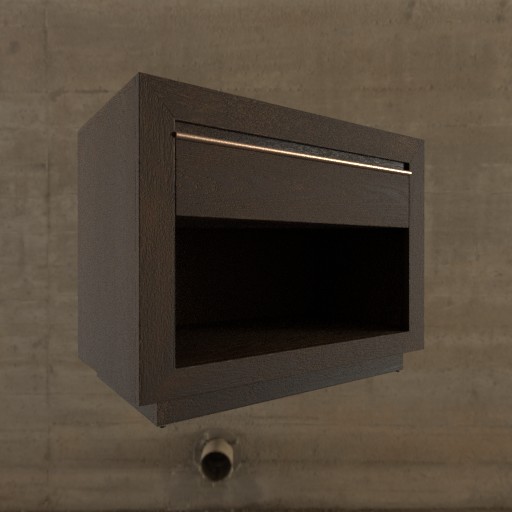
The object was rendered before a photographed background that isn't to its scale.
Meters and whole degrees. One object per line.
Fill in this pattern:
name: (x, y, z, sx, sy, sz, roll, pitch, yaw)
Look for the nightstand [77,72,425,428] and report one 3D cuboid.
nightstand: (0.000, 0.000, 1.133, 0.775, 0.612, 0.457, 0, 0, -35)
